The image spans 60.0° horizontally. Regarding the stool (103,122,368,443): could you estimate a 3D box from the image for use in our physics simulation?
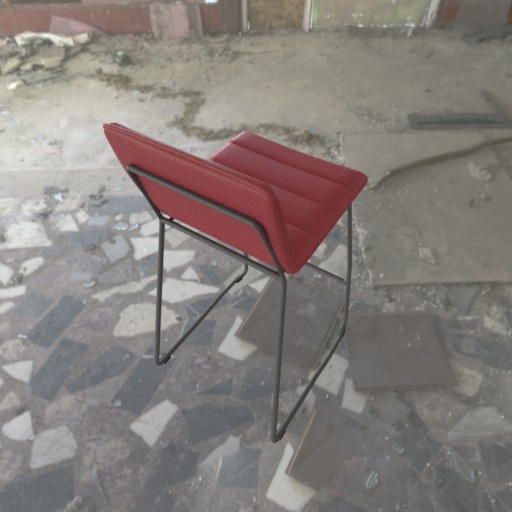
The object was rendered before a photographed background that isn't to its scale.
[{"bbox_3d":[0.000,0.000,1.227,0.489,0.937,0.524,26,52,22],"label":"stool"}]
